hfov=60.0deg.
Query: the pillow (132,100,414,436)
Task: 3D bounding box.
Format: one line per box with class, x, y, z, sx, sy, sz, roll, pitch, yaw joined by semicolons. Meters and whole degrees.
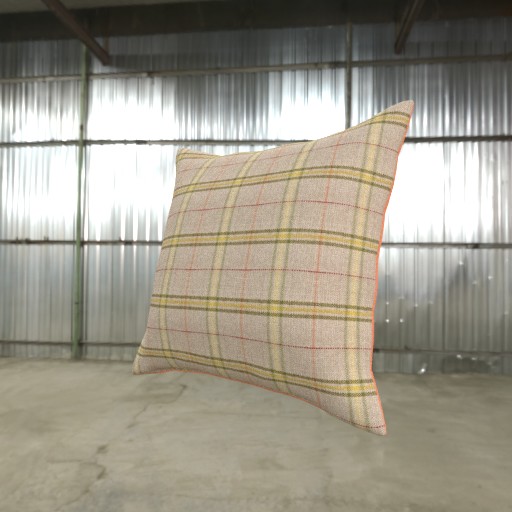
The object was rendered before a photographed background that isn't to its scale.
pillow;0.000;0.000;0.693;0.453;0.430;0.200;-1;-1;35
